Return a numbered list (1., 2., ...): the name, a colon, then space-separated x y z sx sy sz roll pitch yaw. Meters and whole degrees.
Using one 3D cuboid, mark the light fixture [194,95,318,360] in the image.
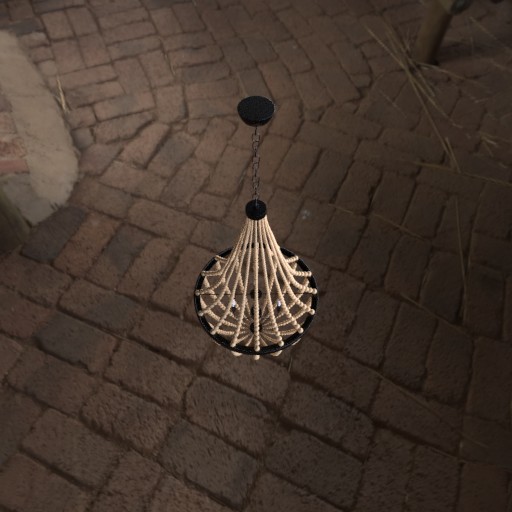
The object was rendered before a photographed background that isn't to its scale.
1. light fixture: 0.000 0.000 1.394 0.450 1.133 0.450 0 57 0
